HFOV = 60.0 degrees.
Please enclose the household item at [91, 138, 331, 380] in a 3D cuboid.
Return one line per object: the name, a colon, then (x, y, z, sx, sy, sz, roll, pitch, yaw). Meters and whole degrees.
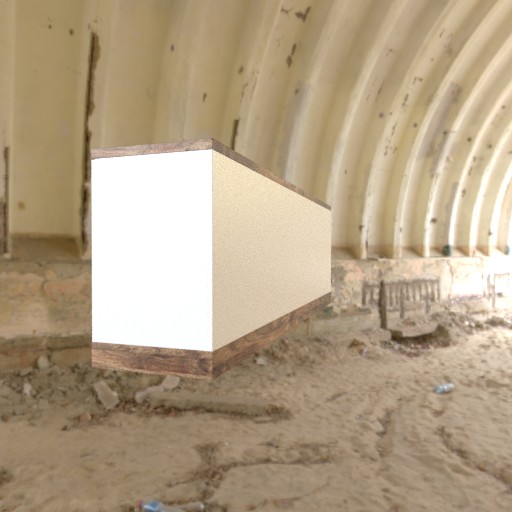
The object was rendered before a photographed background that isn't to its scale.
household item: (0.000, 0.000, 2.039, 0.390, 0.615, 1.800, 0, 1, 19)
